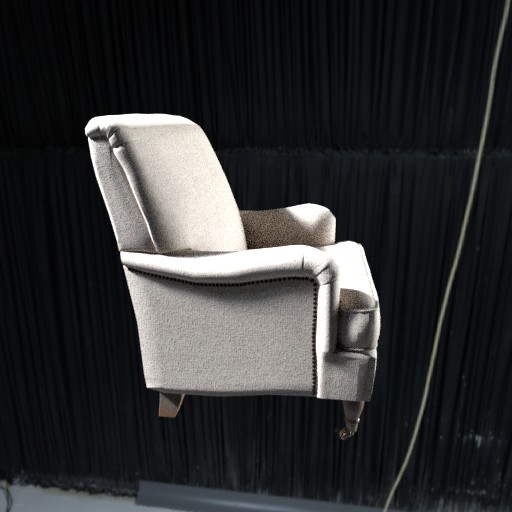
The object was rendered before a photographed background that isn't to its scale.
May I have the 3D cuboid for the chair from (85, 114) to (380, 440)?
[{"bbox_3d":[0.000,0.000,1.832,0.953,1.119,0.879,2,17,8],"label":"chair"}]
